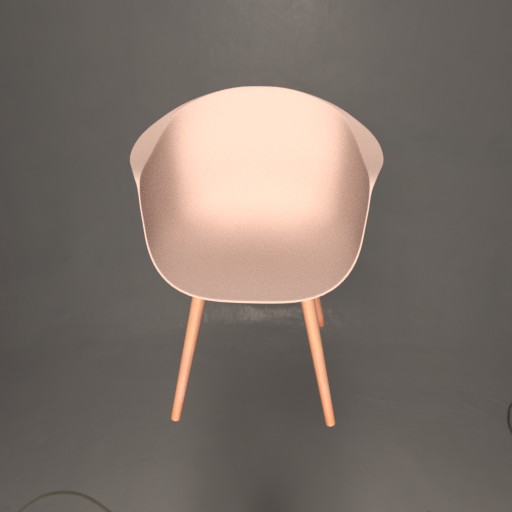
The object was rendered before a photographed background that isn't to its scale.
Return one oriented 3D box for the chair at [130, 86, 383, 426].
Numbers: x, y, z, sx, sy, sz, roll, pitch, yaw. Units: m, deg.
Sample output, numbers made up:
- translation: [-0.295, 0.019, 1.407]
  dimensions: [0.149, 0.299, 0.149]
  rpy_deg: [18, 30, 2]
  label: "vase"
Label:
- translation: [0.000, 0.000, 1.188]
  dimensions: [0.593, 0.781, 0.504]
  rpy_deg: [1, 30, 2]
  label: "chair"
